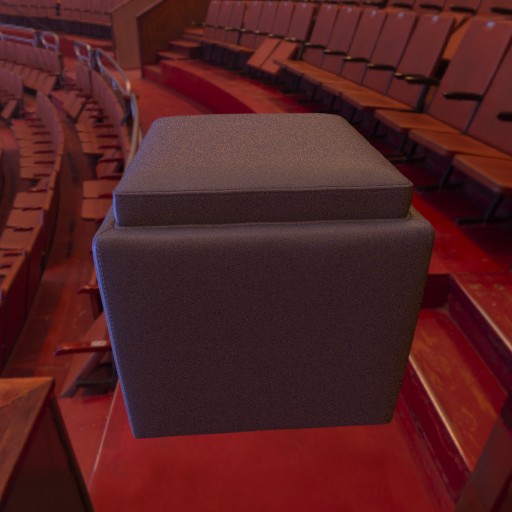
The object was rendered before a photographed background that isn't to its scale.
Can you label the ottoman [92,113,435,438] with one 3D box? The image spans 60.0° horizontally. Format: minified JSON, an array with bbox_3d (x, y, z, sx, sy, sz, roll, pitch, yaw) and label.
[{"bbox_3d":[0.000,0.000,0.816,0.451,0.460,0.450,-2,30,-3],"label":"ottoman"}]
